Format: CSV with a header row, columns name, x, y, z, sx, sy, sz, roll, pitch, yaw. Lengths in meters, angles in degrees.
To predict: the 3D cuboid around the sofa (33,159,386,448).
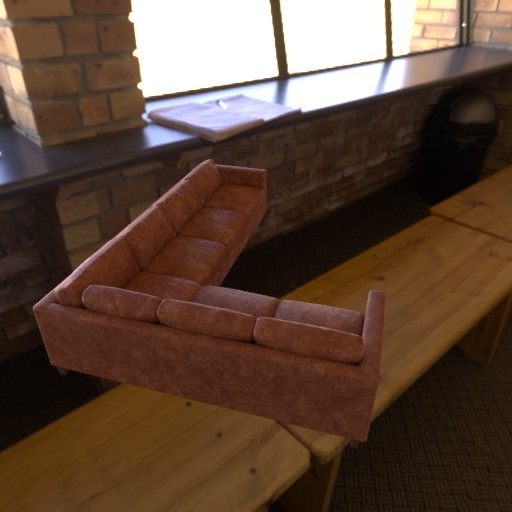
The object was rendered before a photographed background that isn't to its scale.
name,x,y,z,sx,sy,sz,roll,pitch,yaw
sofa,0.000,0.000,4.316,2.438,0.838,3.150,9,33,14
